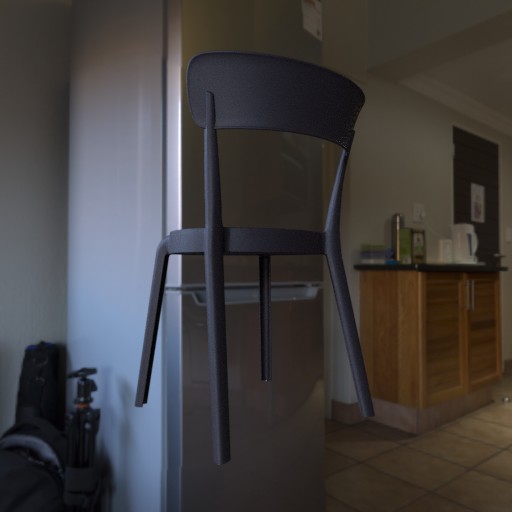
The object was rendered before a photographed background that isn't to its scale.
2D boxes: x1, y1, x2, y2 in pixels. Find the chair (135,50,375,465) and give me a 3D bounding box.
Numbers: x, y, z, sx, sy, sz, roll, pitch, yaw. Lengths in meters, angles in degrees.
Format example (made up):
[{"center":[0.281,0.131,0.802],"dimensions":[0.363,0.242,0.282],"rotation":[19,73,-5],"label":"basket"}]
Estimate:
[{"center":[0.000,0.000,1.117],"dimensions":[0.506,0.790,0.491],"rotation":[1,-1,-36],"label":"chair"}]
